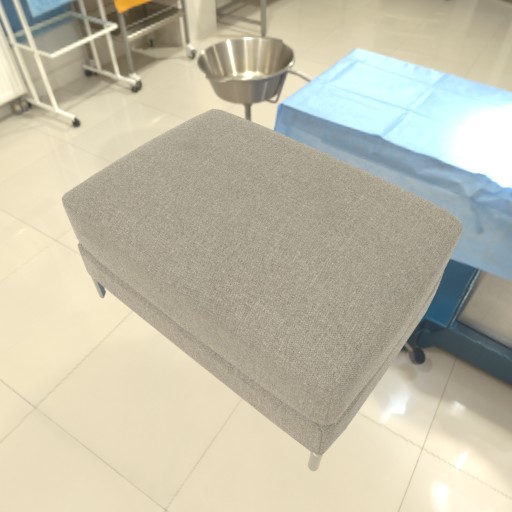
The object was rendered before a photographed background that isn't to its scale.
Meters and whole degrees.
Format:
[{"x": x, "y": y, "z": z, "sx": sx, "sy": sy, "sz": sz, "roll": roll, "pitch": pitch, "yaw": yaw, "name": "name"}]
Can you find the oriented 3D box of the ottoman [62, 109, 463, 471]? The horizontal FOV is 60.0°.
[{"x": 0.000, "y": 0.000, "z": 1.173, "sx": 0.838, "sy": 0.457, "sz": 0.584, "roll": 31, "pitch": 55, "yaw": 25, "name": "ottoman"}]
